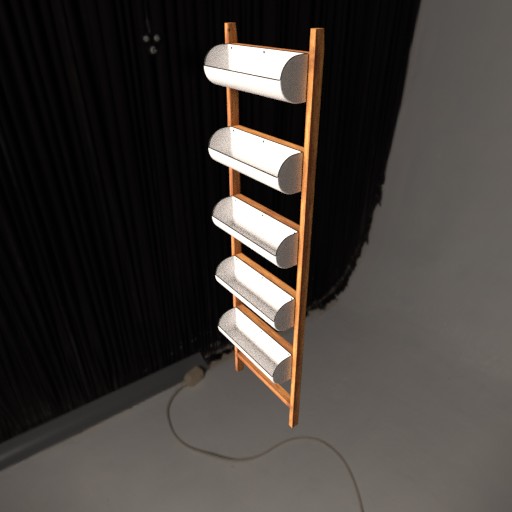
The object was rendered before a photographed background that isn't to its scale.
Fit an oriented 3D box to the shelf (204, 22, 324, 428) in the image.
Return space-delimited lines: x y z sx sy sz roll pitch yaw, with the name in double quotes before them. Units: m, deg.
"shelf" 0.000 0.000 1.735 0.141 1.600 0.454 -20 36 -31
